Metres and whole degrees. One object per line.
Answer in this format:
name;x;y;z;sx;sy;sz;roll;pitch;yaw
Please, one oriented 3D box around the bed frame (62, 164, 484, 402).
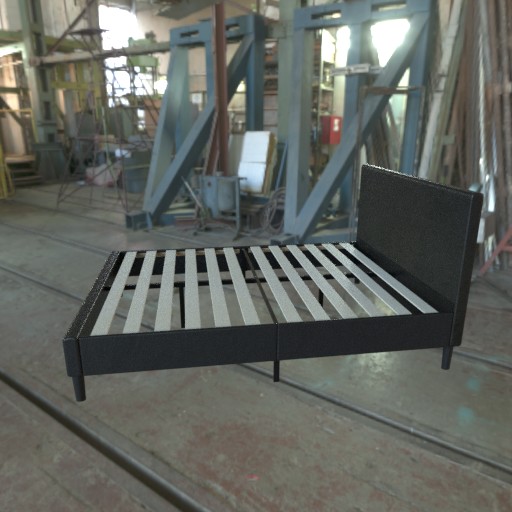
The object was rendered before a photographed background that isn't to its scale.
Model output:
bed frame;0.000;0.000;3.226;2.318;1.127;1.634;-3;17;-8
